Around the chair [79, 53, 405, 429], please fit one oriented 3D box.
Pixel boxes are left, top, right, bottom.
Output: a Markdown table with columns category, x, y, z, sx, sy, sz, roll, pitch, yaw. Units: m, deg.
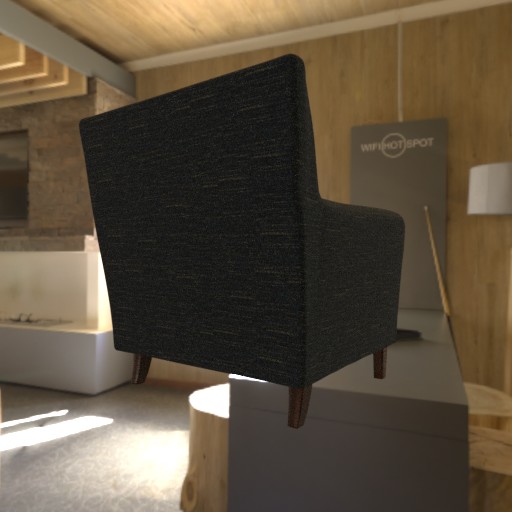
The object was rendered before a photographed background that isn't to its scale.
| category | x | y | z | sx | sy | sz | roll | pitch | yaw |
| --- | --- | --- | --- | --- | --- | --- | --- | --- | --- |
| chair | 0.000 | 0.000 | 1.593 | 0.864 | 0.928 | 0.873 | 0 | 0 | 37 |
